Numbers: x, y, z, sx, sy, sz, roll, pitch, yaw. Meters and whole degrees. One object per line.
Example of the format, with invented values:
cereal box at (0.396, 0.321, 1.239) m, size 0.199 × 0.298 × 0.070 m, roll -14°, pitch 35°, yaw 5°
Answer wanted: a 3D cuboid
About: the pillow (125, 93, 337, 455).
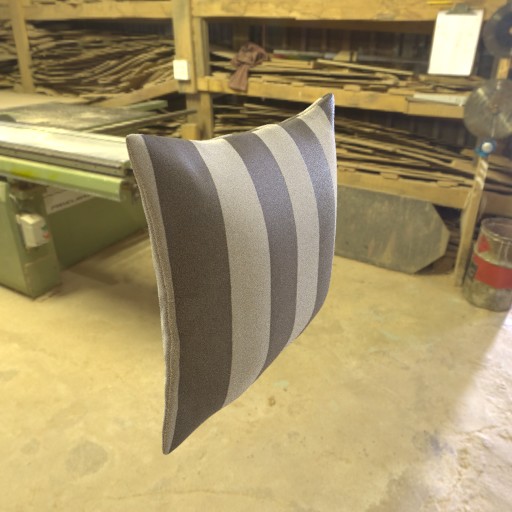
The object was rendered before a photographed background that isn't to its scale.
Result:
pillow at (0.000, 0.000, 0.791) m, size 0.192 × 0.507 × 0.522 m, roll 17°, pitch 31°, yaw 31°
